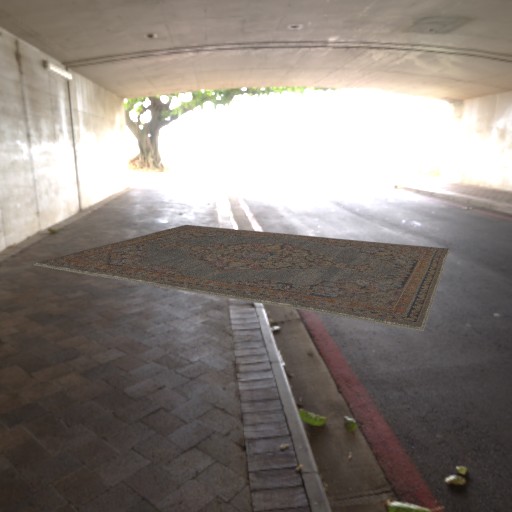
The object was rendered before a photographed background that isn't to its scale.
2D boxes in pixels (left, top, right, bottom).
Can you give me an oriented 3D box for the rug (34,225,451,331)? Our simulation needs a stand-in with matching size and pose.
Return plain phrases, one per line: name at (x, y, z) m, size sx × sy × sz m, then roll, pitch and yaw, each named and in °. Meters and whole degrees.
rug at (0.000, 0.000, 3.737) m, size 2.901 × 0.026 × 2.043 m, roll 7°, pitch 15°, yaw 26°
